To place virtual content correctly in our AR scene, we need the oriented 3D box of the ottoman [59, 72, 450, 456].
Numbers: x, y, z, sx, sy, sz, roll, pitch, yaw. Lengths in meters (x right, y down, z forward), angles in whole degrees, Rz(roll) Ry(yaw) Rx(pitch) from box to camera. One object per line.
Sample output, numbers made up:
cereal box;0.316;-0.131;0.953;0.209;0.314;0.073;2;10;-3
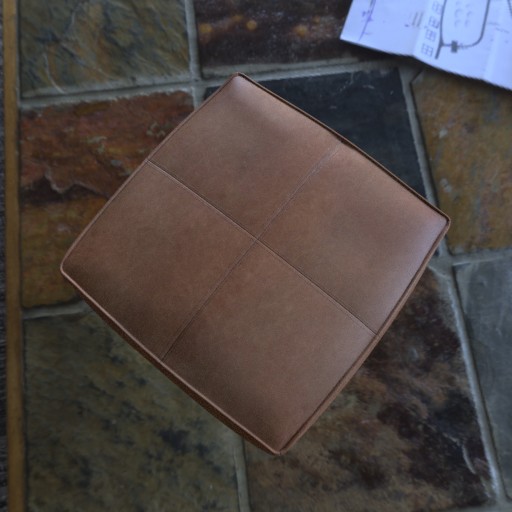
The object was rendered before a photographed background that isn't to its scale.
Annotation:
ottoman;0.000;0.000;1.385;0.901;0.395;0.902;38;79;9
